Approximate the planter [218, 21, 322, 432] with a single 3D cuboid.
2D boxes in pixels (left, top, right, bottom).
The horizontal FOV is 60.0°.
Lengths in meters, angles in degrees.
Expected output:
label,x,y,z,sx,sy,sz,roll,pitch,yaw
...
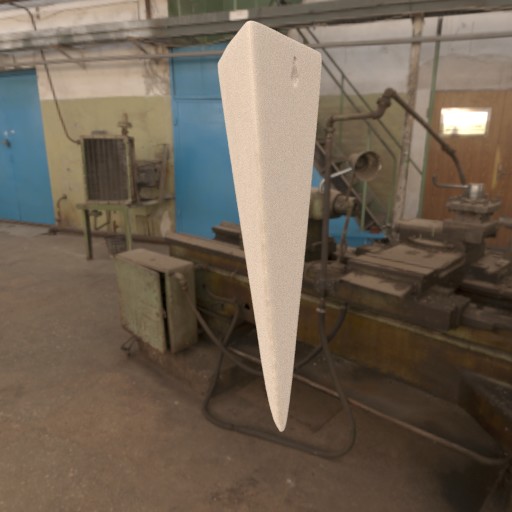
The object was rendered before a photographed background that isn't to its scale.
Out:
label,x,y,z,sx,sy,sz,roll,pitch,yaw
planter,0.000,0.000,0.385,0.065,0.338,0.143,7,18,24
